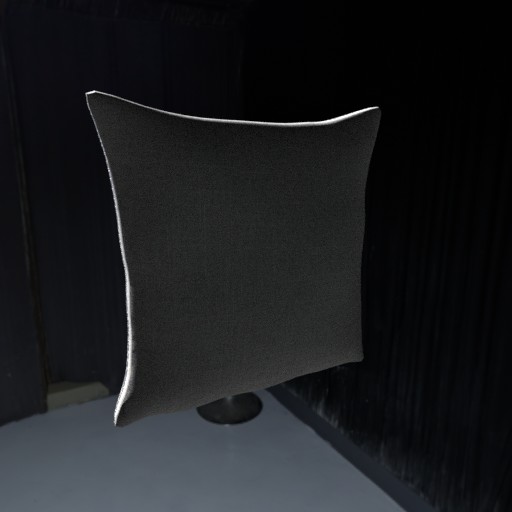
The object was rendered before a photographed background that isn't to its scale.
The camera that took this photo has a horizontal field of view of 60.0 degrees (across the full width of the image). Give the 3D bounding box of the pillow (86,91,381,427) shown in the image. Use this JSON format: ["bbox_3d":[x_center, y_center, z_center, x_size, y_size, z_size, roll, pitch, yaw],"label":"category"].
[{"bbox_3d":[0.000,0.000,0.647,0.435,0.432,0.138,-7,15,-27],"label":"pillow"}]
